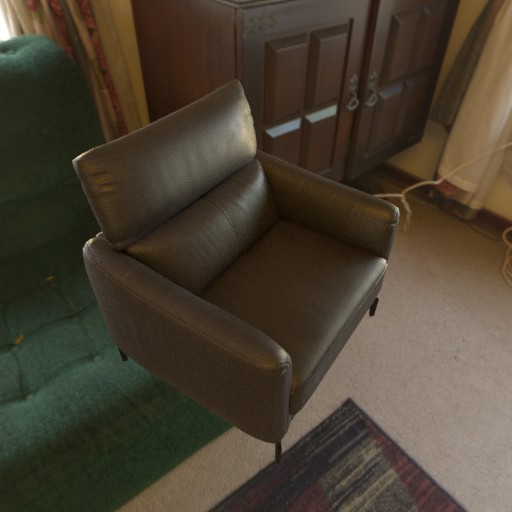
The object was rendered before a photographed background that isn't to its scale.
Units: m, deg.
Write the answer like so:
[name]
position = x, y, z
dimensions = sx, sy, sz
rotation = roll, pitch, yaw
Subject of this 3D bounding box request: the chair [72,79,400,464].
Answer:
[chair]
position = 0.000, 0.000, 1.655
dimensions = 0.809, 0.949, 0.976
rotation = 24, 46, 25
